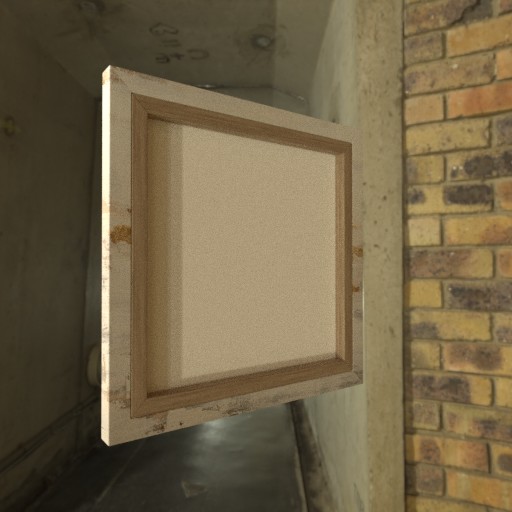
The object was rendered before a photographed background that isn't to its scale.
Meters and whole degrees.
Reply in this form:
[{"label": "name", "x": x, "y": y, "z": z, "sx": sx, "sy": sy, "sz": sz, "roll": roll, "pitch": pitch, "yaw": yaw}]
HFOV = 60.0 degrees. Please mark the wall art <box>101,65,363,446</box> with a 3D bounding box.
[{"label": "wall art", "x": 0.000, "y": 0.000, "z": 0.906, "sx": 0.611, "sy": 0.613, "sz": 0.040, "roll": 0, "pitch": -1, "yaw": -36}]
